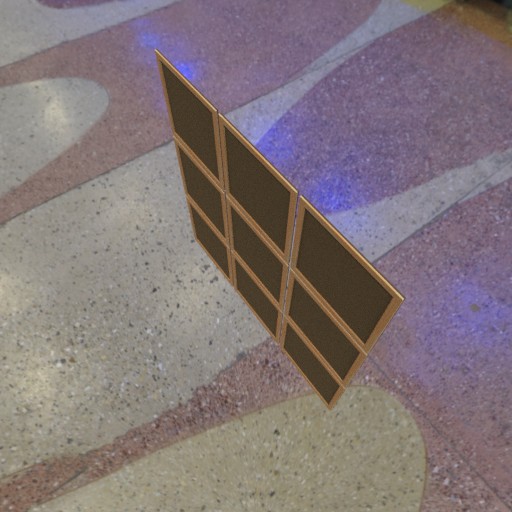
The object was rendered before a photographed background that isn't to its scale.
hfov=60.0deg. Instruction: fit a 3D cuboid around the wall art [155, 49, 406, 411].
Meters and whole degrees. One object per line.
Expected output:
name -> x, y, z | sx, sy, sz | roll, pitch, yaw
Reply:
wall art -> 0.000, 0.000, 2.305 | 0.013, 1.525, 1.520 | -32, 64, -18
